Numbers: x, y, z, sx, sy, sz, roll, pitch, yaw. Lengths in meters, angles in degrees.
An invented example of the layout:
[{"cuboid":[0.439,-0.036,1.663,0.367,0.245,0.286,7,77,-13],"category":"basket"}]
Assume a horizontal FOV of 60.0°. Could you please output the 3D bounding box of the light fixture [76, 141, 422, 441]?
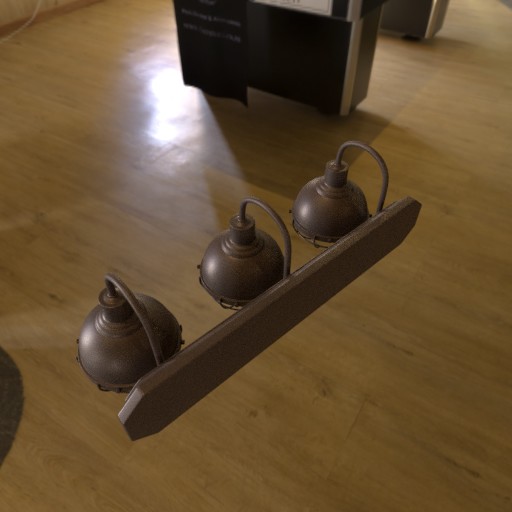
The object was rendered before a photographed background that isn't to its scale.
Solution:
[{"cuboid":[0.000,0.000,0.752,0.634,0.254,0.229,-33,54,-27],"category":"light fixture"}]
